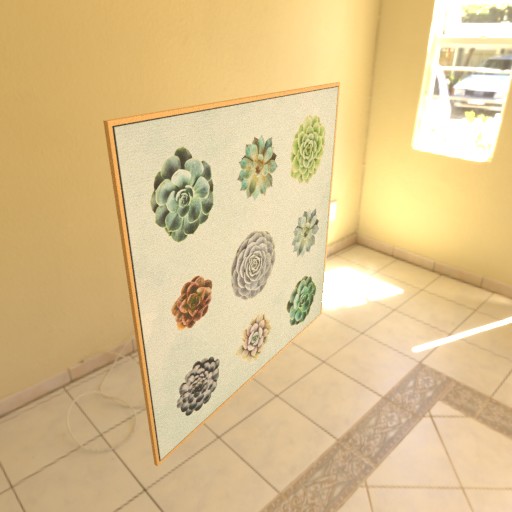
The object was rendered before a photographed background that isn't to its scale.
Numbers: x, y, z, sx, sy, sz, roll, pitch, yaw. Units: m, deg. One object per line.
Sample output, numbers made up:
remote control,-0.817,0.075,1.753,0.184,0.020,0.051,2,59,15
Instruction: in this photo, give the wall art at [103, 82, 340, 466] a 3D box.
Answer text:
wall art,0.000,0.000,1.404,0.013,0.959,0.962,18,32,32
